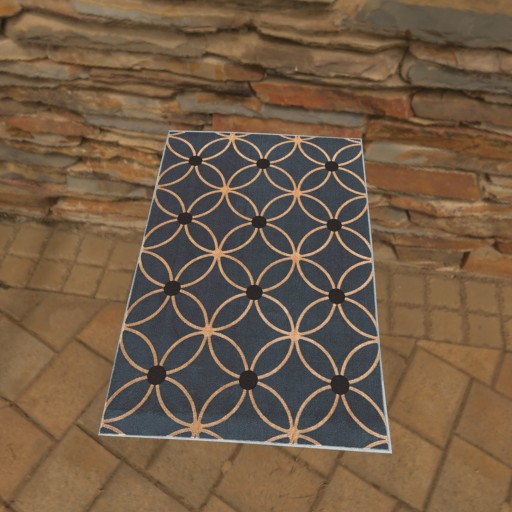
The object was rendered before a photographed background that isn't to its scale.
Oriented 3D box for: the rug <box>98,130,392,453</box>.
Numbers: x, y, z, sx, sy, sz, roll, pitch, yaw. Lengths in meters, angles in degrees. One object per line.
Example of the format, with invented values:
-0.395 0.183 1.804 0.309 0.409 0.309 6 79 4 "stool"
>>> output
0.000 0.000 2.879 1.522 0.008 2.284 3 58 2 "rug"
